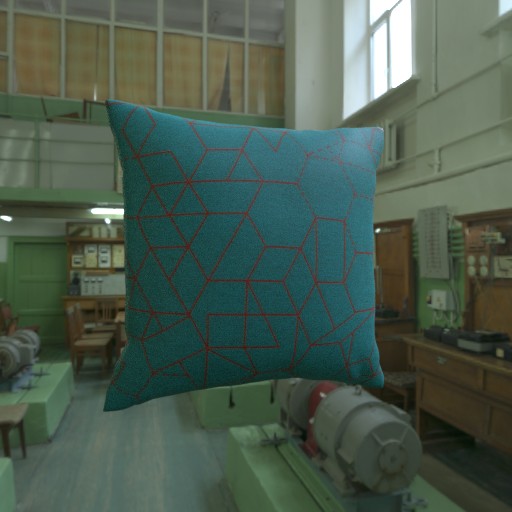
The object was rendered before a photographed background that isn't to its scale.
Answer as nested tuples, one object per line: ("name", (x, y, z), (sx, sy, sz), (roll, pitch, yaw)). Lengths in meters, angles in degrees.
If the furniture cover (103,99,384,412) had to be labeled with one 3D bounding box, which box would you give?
("furniture cover", (0.000, 0.000, 0.794), (0.517, 0.508, 0.158), (0, 0, -17))
